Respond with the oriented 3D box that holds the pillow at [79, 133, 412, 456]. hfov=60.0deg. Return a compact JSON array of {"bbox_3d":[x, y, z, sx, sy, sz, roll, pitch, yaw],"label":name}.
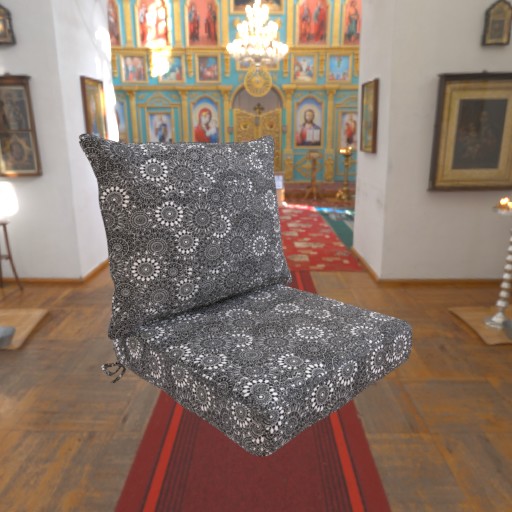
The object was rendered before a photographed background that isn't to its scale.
[{"bbox_3d":[0.000,0.000,1.342,0.798,0.722,0.740,-13,19,-43],"label":"pillow"}]
